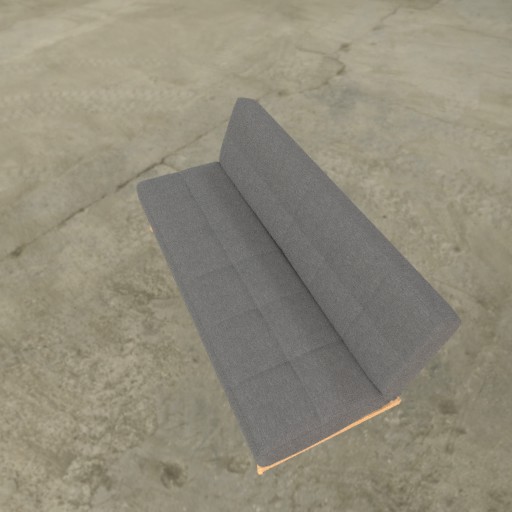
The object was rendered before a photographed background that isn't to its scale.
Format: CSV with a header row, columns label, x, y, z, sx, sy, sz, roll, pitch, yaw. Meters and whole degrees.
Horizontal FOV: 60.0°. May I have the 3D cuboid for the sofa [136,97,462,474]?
label,x,y,z,sx,sy,sz,roll,pitch,yaw
sofa,0.000,0.000,2.266,0.820,0.770,1.820,-19,50,-17
